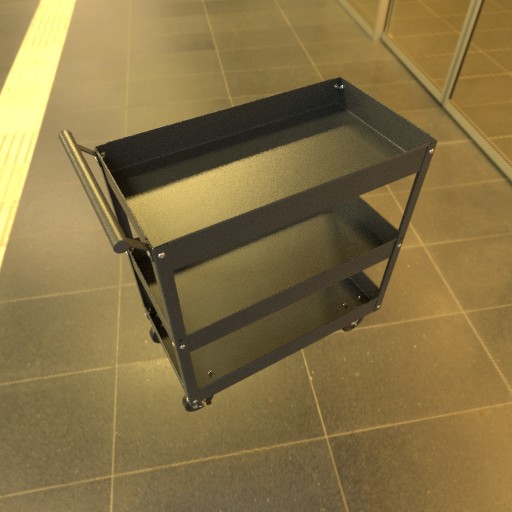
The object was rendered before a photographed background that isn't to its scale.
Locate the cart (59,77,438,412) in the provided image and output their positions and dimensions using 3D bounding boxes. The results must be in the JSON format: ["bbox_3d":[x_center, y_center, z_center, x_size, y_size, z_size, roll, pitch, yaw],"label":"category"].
[{"bbox_3d":[0.000,0.000,1.195,0.719,0.780,0.366,-23,51,-20],"label":"cart"}]
